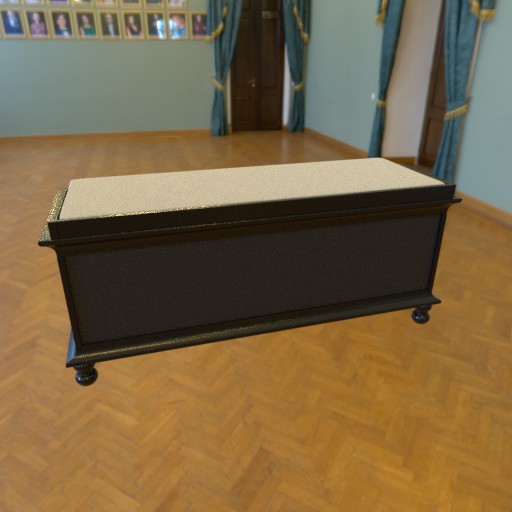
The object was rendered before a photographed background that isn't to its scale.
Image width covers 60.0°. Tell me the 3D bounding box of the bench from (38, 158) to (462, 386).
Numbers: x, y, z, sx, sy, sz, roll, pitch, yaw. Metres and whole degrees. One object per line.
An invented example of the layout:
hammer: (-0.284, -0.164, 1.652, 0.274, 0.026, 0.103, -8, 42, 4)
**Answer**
bench: (0.000, 0.000, 1.448, 1.185, 0.501, 0.402, -7, 26, -15)
